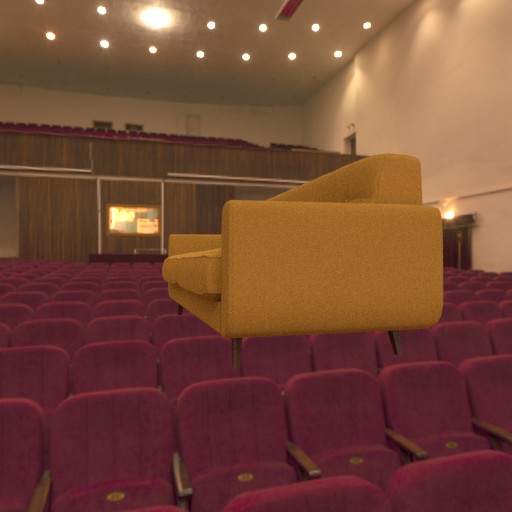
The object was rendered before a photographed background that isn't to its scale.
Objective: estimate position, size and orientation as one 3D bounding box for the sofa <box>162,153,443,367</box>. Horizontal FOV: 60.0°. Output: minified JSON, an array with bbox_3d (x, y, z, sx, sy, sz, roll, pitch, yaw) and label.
[{"bbox_3d":[0.000,0.000,2.545,0.909,0.841,2.029,0,-1,-17],"label":"sofa"}]
